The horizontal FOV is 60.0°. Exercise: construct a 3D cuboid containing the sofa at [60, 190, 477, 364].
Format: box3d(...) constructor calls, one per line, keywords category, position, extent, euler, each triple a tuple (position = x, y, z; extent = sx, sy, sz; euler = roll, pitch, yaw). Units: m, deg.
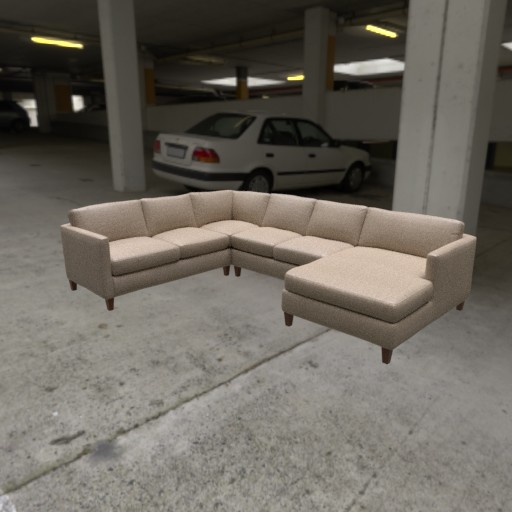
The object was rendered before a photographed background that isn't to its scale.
box3d(category="sofa", position=(0.000, 0.000, 4.555), extent=(3.460, 0.961, 2.594), euler=(15, 21, 42))
